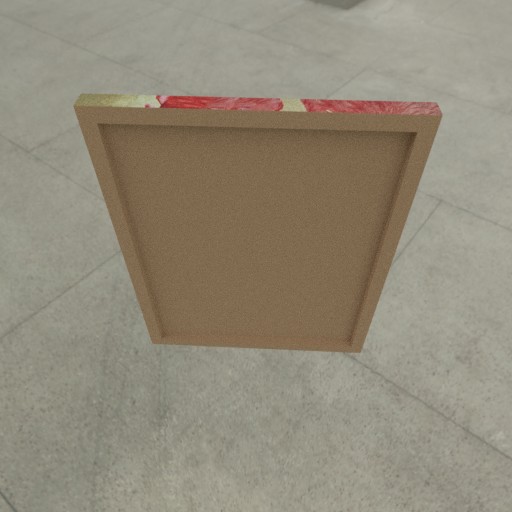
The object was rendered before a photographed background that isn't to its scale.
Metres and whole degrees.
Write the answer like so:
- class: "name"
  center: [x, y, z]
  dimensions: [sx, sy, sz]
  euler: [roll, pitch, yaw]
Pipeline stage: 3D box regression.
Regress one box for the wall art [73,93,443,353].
- class: "wall art"
  center: [0.000, 0.000, 0.684]
  dimensions: [0.406, 0.508, 0.028]
  euler: [2, 48, 2]
